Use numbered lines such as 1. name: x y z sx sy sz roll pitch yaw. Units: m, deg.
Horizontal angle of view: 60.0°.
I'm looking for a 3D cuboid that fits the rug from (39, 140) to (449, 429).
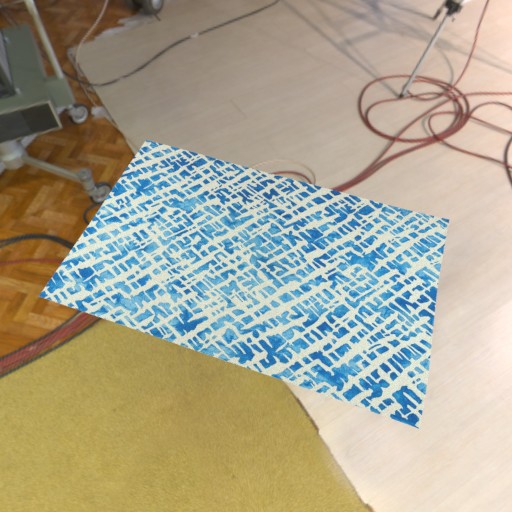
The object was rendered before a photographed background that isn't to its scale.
1. rug: 0.000 0.000 3.031 2.447 0.011 1.520 17 59 10
